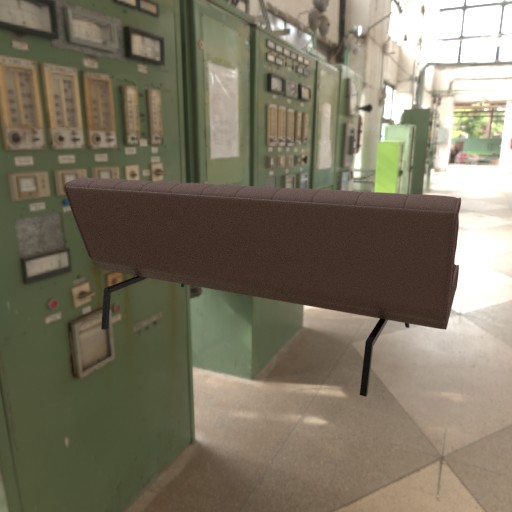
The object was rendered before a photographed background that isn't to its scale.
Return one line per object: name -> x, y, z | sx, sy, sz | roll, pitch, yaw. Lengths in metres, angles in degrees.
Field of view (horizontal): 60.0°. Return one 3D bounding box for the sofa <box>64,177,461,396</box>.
sofa -> 0.000, 0.000, 2.068 | 1.703, 0.699, 0.747 | 7, 16, 26
